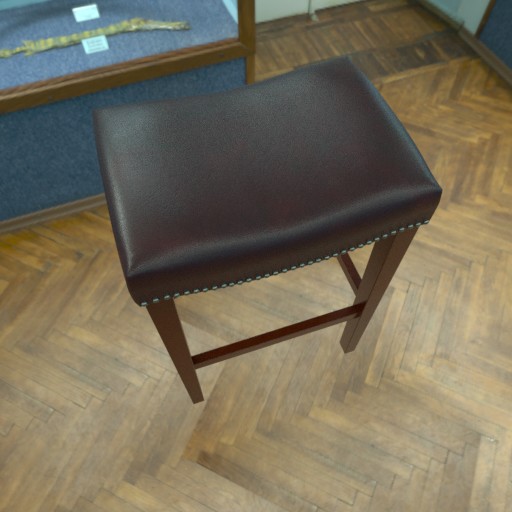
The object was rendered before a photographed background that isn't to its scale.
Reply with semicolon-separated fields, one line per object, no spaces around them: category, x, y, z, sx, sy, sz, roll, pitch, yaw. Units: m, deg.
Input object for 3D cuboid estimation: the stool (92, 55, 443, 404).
stool;0.000;0.000;1.020;0.504;0.742;0.372;-16;60;-9
